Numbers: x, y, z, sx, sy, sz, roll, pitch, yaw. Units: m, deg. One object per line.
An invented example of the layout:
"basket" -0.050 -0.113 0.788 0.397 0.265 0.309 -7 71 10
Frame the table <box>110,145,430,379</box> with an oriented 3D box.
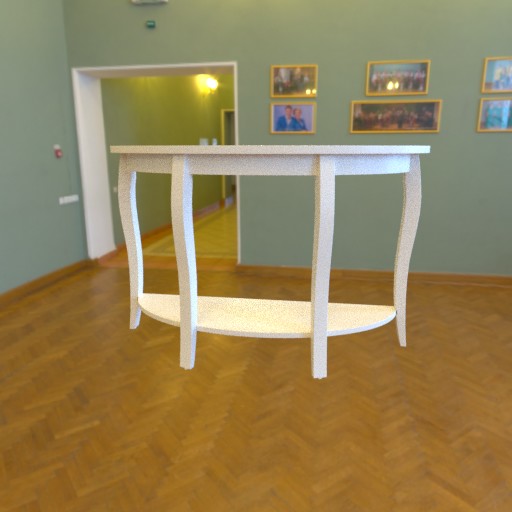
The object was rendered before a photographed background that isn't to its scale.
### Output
"table" 0.000 0.000 1.616 1.219 0.780 0.394 2 14 9
